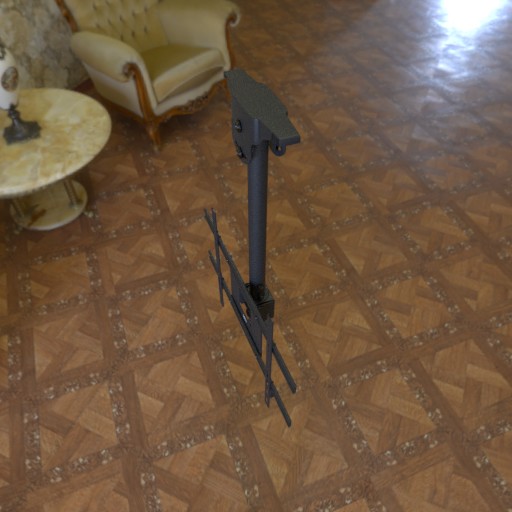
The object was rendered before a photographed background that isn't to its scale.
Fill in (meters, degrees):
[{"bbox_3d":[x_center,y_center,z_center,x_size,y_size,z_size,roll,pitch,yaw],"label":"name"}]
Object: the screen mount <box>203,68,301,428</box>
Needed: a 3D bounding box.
[{"bbox_3d":[0.000,0.000,1.036,0.090,0.775,0.595,-17,49,-15],"label":"screen mount"}]
